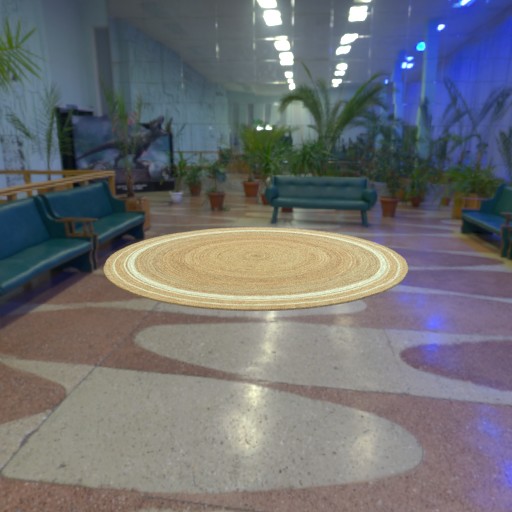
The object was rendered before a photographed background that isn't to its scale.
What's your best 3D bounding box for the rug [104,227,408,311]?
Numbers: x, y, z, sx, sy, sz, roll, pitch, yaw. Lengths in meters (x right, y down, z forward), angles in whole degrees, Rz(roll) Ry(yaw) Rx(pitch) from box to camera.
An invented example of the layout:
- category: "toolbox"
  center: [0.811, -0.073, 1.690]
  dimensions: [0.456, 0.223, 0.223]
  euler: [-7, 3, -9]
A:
- category: "rug"
  center: [0.000, 0.000, 3.749]
  dimensions: [2.444, 0.015, 2.444]
  euler: [0, 15, 0]
